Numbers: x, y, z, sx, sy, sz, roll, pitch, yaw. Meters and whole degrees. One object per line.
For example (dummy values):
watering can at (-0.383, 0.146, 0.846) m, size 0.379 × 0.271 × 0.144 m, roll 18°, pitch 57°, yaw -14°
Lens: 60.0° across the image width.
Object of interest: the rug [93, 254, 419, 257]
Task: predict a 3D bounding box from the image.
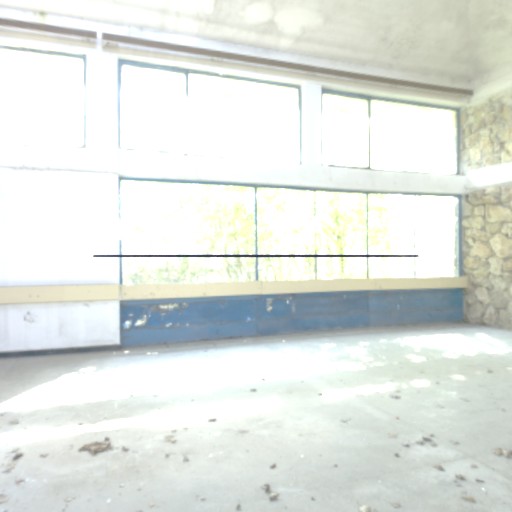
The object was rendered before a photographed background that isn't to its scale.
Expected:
rug at (0.000, 0.000, 3.456) m, size 2.386 × 0.014 × 2.386 m, roll 0°, pitch 0°, yaw 0°
